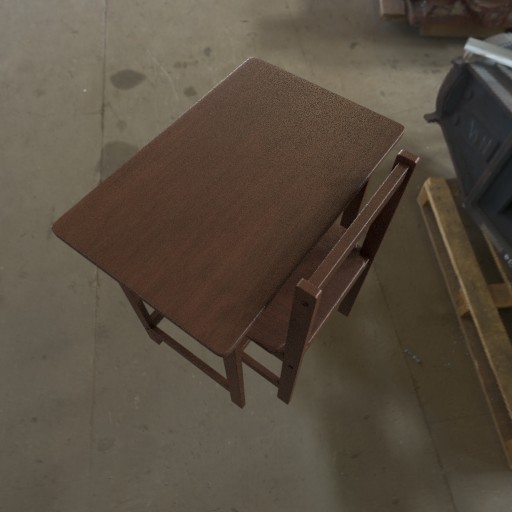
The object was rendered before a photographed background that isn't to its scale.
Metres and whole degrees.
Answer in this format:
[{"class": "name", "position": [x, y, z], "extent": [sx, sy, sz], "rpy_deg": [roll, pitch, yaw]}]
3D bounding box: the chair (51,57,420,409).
[{"class": "chair", "position": [0.000, 0.000, 1.057], "extent": [0.463, 0.673, 0.599], "rpy_deg": [32, 64, 18]}]
